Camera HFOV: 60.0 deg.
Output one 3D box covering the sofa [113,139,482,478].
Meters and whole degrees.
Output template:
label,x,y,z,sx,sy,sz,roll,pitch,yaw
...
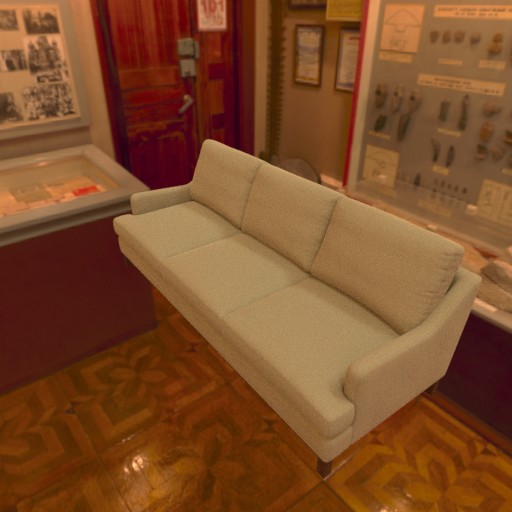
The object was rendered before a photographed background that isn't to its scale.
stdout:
label,x,y,z,sx,sy,sz,roll,pitch,yaw
sofa,0.000,0.000,2.765,1.000,0.913,2.321,-21,36,-31
